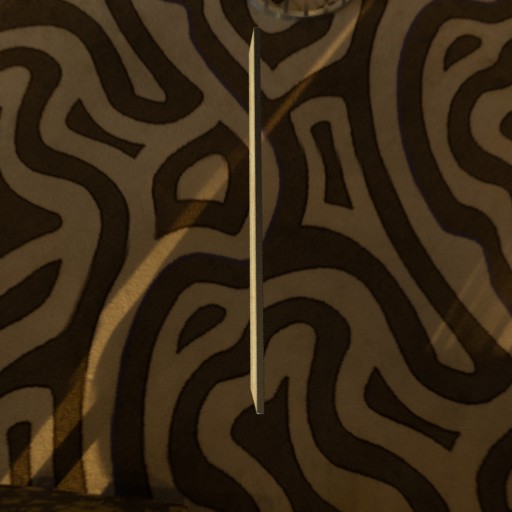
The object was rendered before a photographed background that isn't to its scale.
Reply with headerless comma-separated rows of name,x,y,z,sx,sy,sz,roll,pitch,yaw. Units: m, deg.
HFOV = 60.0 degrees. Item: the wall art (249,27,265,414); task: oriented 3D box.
wall art,0.000,0.000,0.931,0.018,0.660,0.559,0,76,0
